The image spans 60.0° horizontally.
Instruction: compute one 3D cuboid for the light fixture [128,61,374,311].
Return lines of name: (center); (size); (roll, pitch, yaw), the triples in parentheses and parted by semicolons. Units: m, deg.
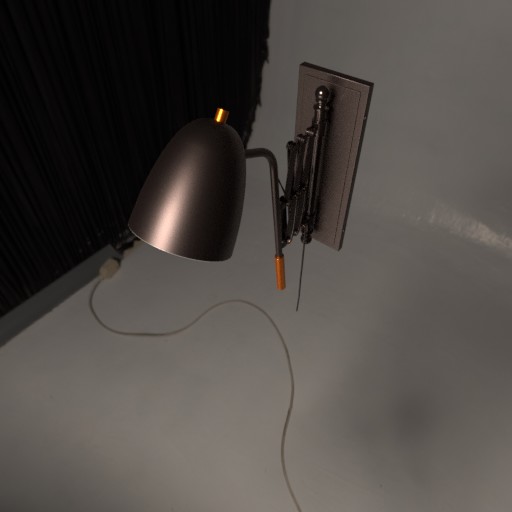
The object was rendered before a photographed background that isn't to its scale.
light fixture: (0.000, 0.000, 0.911); (0.162, 0.715, 0.499); (30, 53, 25)
